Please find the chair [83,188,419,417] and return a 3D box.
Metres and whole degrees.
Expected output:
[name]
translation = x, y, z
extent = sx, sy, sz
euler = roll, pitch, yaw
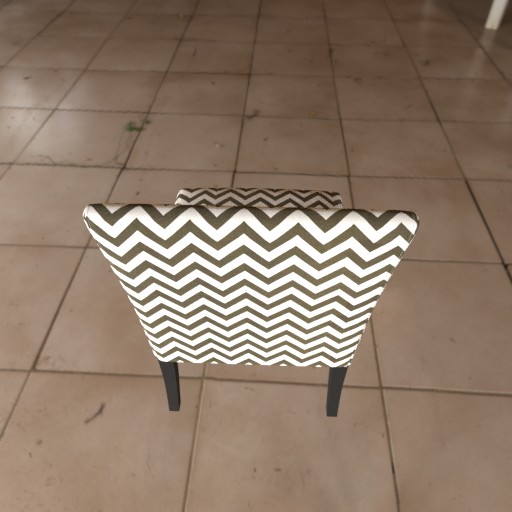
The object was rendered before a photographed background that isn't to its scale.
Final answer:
[chair]
translation = 0.000, 0.000, 1.275
extent = 0.589, 0.838, 0.648
euler = 2, 46, 1
